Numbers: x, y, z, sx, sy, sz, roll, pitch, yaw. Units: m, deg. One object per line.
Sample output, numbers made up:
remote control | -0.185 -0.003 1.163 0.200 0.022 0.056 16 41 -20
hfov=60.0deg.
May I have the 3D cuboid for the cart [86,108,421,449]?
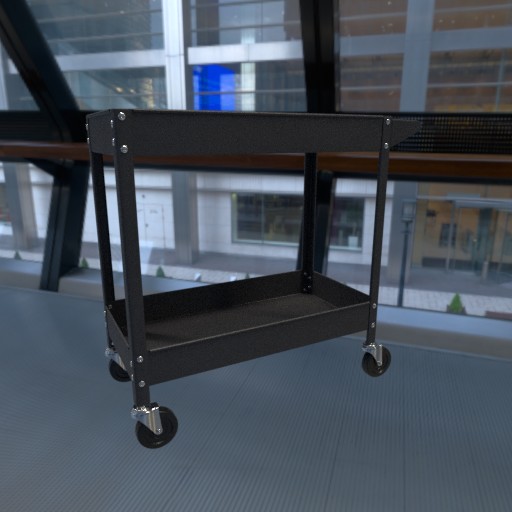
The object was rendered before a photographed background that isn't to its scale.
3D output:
cart | 0.000 0.000 1.194 0.779 0.719 0.366 -8 17 -27
